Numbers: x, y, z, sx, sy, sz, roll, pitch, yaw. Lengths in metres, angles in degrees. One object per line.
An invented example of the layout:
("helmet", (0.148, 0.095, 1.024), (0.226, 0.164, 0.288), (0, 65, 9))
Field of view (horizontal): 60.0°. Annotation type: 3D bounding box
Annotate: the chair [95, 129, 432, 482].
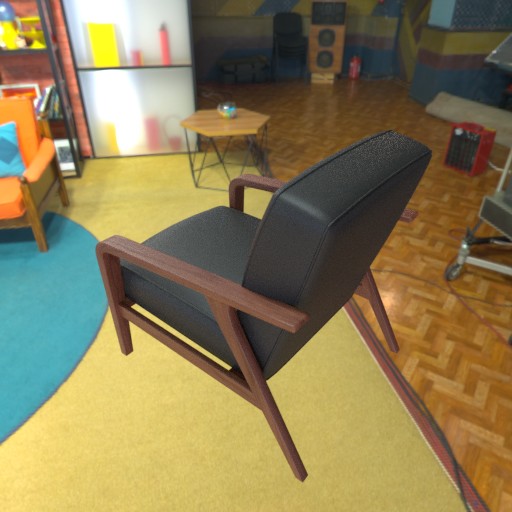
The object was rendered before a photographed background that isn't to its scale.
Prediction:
("chair", (0.000, 0.000, 1.504), (0.889, 0.861, 0.719), (23, 40, 32))
